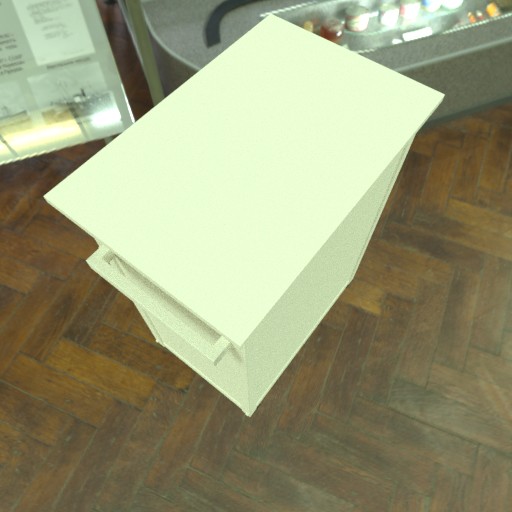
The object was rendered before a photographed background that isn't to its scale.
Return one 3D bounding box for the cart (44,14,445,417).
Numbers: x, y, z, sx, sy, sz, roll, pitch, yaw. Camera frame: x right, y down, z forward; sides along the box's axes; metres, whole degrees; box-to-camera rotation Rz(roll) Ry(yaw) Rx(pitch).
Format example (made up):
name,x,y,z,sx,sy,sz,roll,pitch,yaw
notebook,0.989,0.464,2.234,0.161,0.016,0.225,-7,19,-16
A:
name,x,y,z,sx,sy,sz,roll,pitch,yaw
cart,0.000,0.000,1.212,0.442,0.864,0.683,34,66,17
